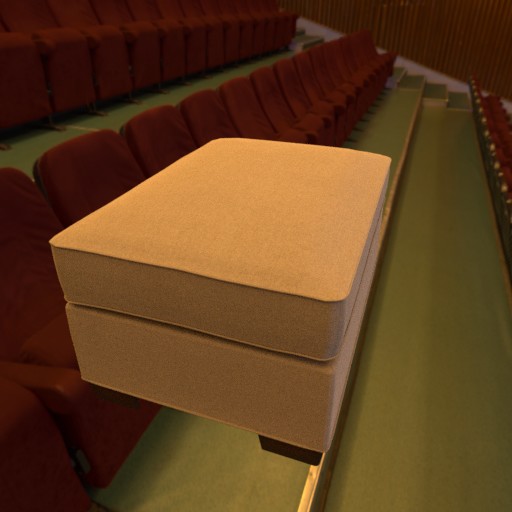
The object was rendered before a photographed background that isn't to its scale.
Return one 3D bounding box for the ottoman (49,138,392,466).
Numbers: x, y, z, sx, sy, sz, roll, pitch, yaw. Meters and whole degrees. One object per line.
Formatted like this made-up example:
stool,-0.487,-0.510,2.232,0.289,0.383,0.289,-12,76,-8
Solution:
ottoman,0.000,0.000,1.241,0.617,0.503,0.846,10,31,17
